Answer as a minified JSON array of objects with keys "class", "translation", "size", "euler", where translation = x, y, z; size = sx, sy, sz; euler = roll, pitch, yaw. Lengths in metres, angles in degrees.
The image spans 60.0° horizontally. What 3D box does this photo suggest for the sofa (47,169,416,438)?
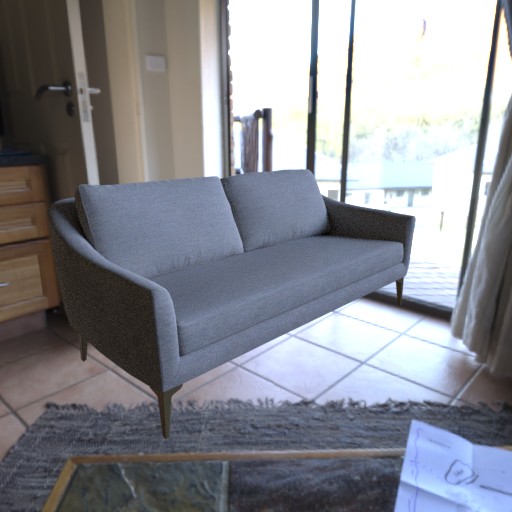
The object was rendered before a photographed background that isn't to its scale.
[{"class":"sofa","translation":[0.000,0.000,2.561],"size":[0.980,0.913,2.036],"euler":[15,21,42]}]
